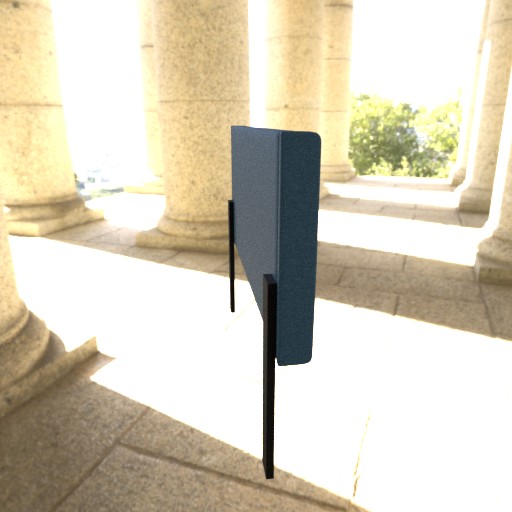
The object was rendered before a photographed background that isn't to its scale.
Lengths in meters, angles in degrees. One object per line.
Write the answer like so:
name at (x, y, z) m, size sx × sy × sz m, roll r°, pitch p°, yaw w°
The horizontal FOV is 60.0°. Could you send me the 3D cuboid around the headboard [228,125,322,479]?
headboard at (0.000, 0.000, 2.731) m, size 0.184 × 1.524 × 2.051 m, roll -2°, pitch 17°, yaw -8°
